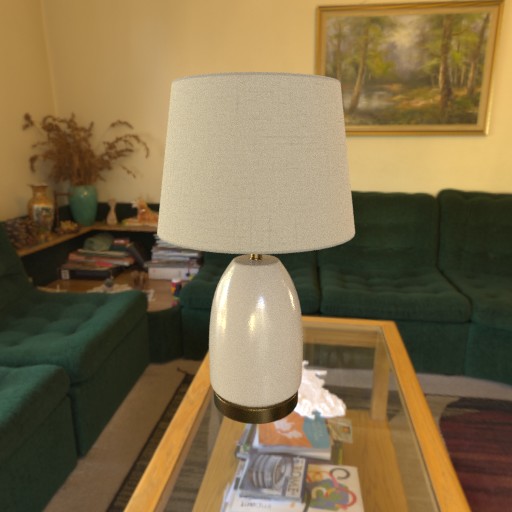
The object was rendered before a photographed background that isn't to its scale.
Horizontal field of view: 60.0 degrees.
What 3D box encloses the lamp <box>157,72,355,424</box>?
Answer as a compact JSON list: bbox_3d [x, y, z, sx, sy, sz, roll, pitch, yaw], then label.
[{"bbox_3d":[0.000,0.000,0.664,0.285,0.483,0.285,0,15,0],"label":"lamp"}]
